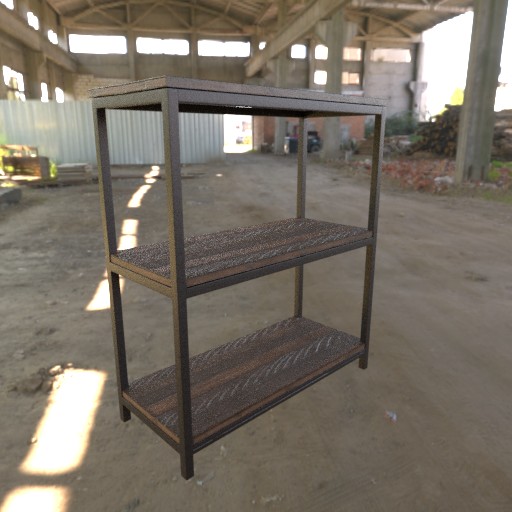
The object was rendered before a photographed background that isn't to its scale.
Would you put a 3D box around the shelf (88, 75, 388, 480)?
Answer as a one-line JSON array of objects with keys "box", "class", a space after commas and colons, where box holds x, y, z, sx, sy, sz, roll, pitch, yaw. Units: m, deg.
[{"box": [0.000, 0.000, 1.381, 0.822, 0.947, 0.352, -14, 20, -42], "class": "shelf"}]
